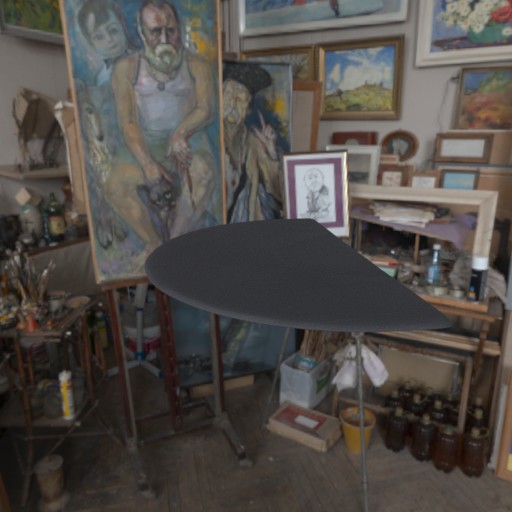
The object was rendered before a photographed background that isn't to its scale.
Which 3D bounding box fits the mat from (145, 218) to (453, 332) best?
[{"bbox_3d":[0.000,0.000,1.880,0.917,0.022,1.525,-2,16,-8],"label":"mat"}]
